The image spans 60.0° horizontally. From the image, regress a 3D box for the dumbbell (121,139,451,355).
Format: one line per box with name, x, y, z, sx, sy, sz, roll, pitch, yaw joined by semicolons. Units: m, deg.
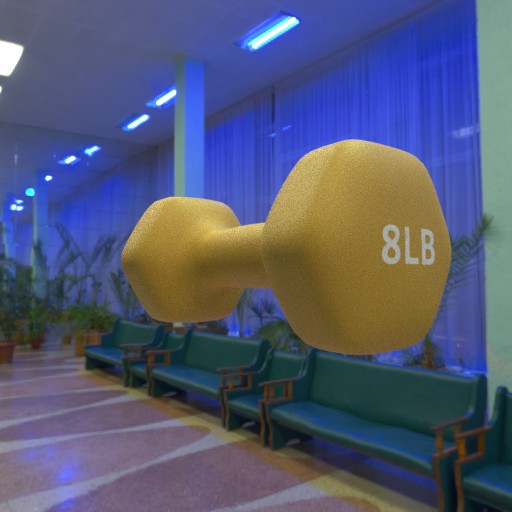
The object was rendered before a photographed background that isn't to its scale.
dumbbell;0.000;0.000;0.239;0.090;0.082;0.190;2;-4;-36
